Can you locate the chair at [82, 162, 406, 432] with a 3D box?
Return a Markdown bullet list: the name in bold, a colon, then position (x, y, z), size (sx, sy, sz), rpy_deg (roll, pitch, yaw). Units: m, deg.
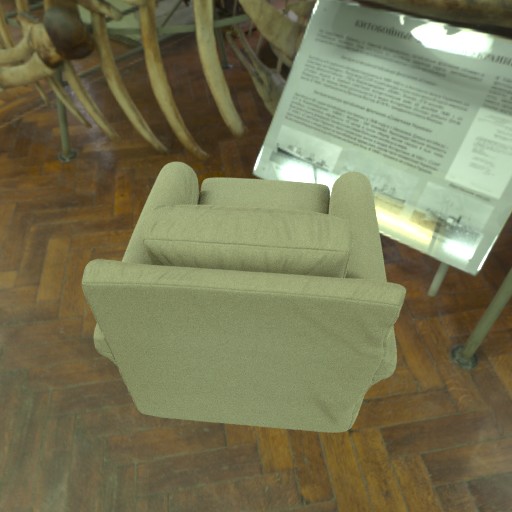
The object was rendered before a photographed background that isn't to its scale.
- **chair**: position (0.000, 0.000, 1.726), size (0.940, 0.866, 1.066), rpy_deg (4, 47, 4)
